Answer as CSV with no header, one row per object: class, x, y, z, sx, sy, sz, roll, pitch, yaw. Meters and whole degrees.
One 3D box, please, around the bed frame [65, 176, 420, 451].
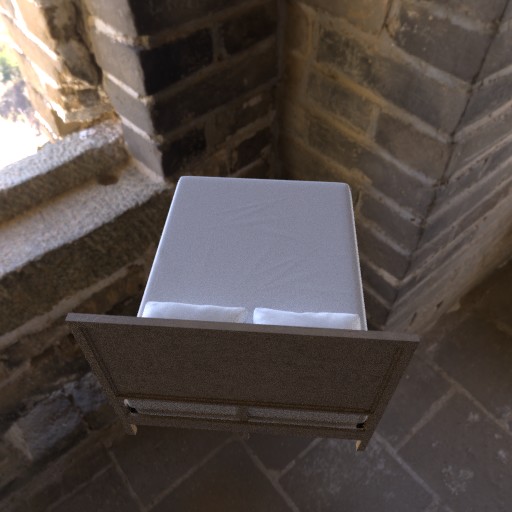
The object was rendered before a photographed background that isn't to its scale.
bed frame,0.000,0.000,3.243,1.606,1.369,2.189,3,47,3
